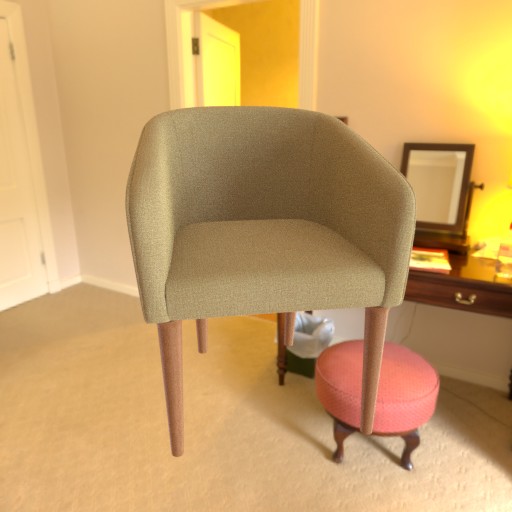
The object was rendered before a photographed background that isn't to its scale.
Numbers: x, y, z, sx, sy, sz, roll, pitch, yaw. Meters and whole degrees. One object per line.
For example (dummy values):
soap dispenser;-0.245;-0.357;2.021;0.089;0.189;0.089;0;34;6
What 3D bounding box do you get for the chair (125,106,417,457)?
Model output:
chair;0.000;0.000;1.189;0.584;0.775;0.616;-3;18;-9
